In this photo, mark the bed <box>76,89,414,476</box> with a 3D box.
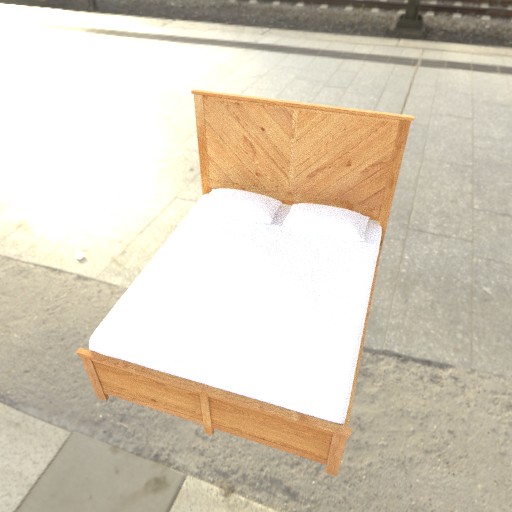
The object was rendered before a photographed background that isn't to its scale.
[{"bbox_3d":[0.000,0.000,3.514,1.936,1.686,2.201,12,41,14],"label":"bed"}]
